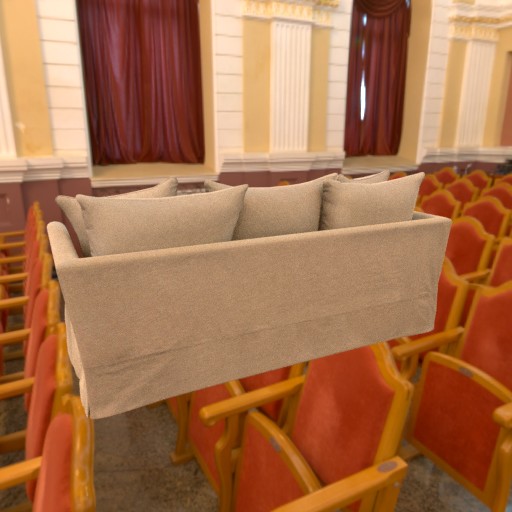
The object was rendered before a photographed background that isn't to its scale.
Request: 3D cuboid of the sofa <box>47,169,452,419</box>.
[{"bbox_3d":[0.000,0.000,2.758,2.290,1.034,1.031,-8,17,-26],"label":"sofa"}]
